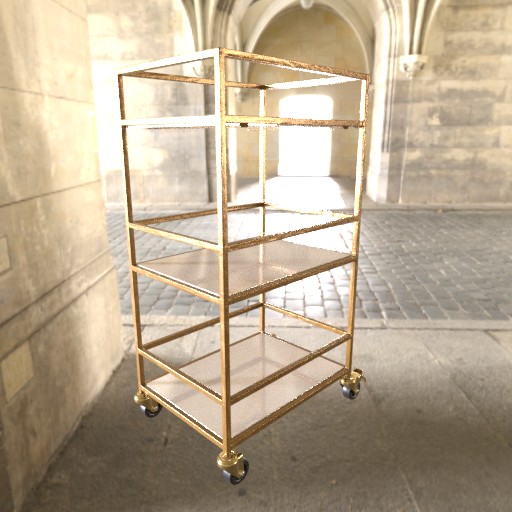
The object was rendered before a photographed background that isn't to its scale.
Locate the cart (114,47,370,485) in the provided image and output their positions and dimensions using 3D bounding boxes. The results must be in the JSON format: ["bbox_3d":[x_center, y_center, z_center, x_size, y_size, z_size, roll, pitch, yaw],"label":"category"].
[{"bbox_3d":[0.000,0.000,0.988,0.332,0.761,0.483,15,21,43],"label":"cart"}]
